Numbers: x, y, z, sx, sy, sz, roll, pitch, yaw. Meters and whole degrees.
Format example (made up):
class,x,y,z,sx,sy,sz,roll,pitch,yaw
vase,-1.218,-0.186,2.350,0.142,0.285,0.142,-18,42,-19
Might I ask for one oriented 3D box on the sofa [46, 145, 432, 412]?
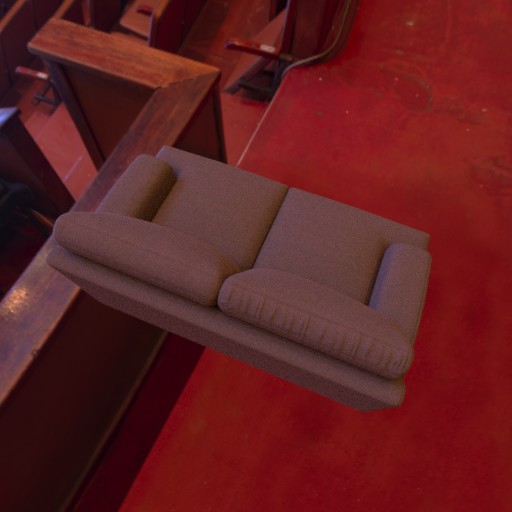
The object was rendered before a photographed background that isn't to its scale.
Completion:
class,x,y,z,sx,sy,sz,roll,pitch,yaw
sofa,0.000,0.000,2.521,1.869,0.950,1.140,20,65,10
